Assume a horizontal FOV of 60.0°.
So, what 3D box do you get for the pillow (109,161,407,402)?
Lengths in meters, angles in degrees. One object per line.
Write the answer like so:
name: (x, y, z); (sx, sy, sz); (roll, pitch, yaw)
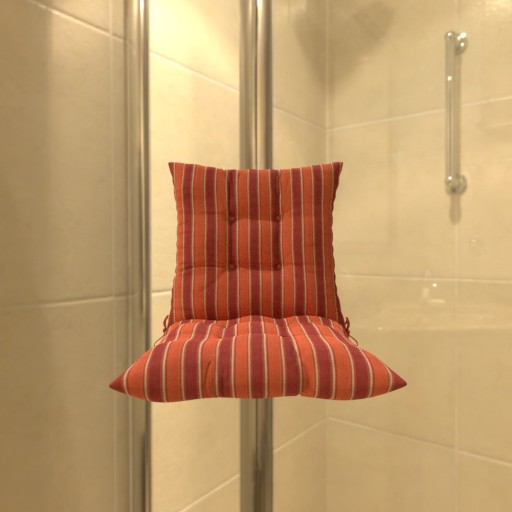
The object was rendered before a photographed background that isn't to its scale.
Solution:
pillow: (0.000, 0.000, 1.030); (0.541, 0.536, 0.585); (0, 1, 0)
